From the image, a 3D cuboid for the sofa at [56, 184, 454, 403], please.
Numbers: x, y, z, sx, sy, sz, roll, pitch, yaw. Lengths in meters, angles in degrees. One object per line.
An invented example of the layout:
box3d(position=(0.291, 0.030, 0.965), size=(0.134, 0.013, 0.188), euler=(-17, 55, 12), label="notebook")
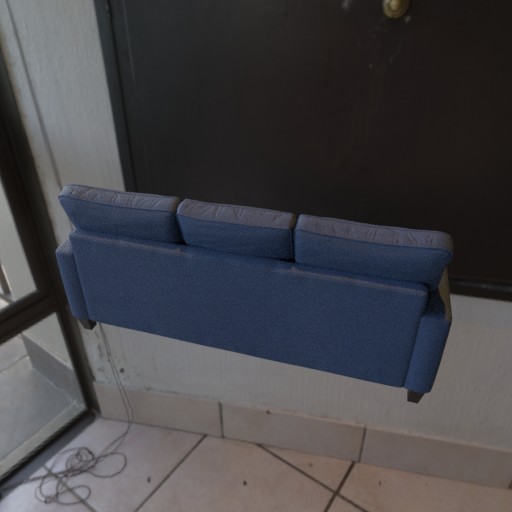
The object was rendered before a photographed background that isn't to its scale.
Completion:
box3d(position=(0.000, 0.000, 2.690), size=(2.158, 0.965, 0.951), euler=(9, 33, 14), label="sofa")
